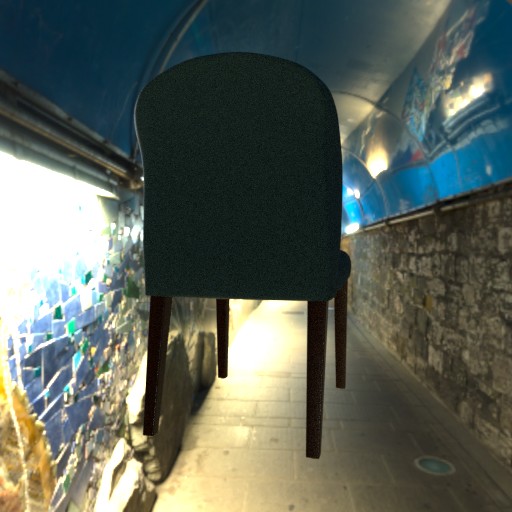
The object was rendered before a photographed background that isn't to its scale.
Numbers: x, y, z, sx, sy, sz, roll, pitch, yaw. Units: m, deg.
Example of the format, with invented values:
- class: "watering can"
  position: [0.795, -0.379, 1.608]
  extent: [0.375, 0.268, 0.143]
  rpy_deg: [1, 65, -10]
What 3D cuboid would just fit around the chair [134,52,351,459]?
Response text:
- class: "chair"
  position: [0.000, 0.000, 1.254]
  extent: [0.507, 0.879, 0.620]
  rpy_deg: [0, 0, 17]
